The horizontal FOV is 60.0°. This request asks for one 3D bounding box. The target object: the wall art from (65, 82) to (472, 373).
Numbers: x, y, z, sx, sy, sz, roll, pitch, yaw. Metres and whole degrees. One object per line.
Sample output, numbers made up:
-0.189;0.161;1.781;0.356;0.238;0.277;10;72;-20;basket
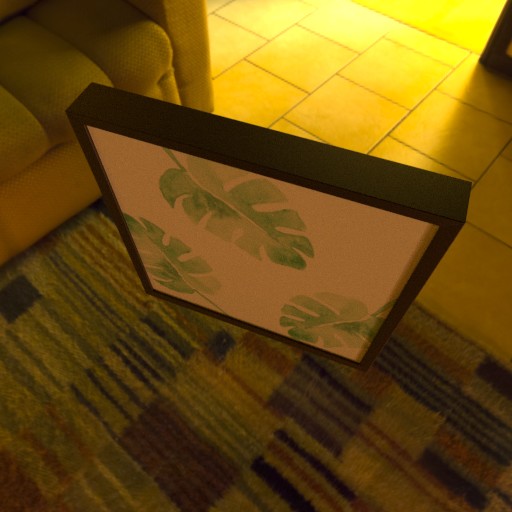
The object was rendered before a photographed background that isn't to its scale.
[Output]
0.000;0.000;0.452;0.304;0.304;0.038;18;59;11;wall art
